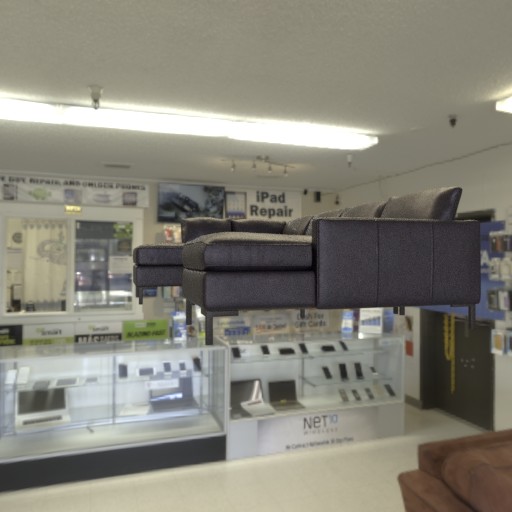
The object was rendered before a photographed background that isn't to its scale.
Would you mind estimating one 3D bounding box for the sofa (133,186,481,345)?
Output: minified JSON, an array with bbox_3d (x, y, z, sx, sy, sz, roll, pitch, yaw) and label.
[{"bbox_3d":[0.000,0.000,3.777,1.939,0.900,2.956,0,0,-17],"label":"sofa"}]
